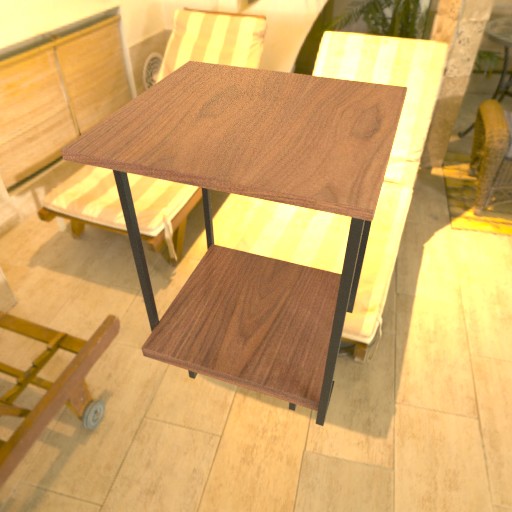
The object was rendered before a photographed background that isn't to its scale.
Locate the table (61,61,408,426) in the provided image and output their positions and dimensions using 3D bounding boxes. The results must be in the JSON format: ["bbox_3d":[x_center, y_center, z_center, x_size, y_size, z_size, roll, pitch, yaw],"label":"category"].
[{"bbox_3d":[0.000,0.000,0.853,0.411,0.567,0.384,13,43,15],"label":"table"}]
